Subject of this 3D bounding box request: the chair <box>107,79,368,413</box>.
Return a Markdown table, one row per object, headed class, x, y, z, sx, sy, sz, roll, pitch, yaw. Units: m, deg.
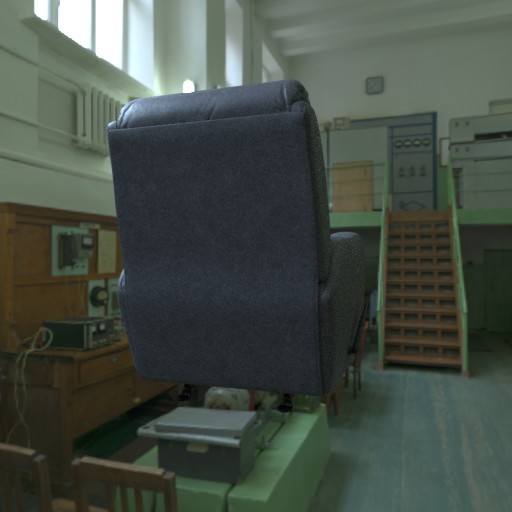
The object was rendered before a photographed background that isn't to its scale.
| class | x | y | z | sx | sy | sz | roll | pitch | yaw |
| --- | --- | --- | --- | --- | --- | --- | --- | --- | --- |
| chair | 0.000 | 0.000 | 1.822 | 0.865 | 1.067 | 1.067 | 0 | 0 | 18 |
